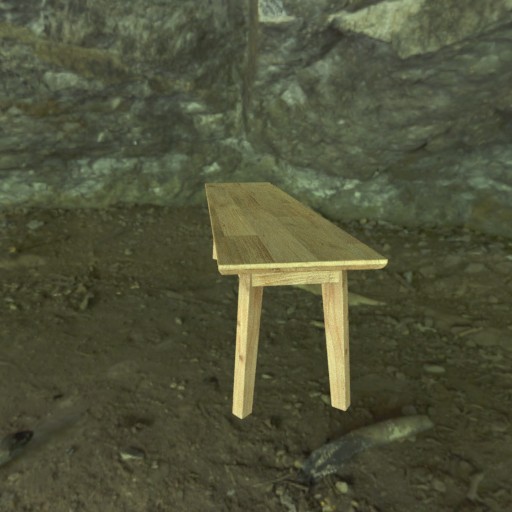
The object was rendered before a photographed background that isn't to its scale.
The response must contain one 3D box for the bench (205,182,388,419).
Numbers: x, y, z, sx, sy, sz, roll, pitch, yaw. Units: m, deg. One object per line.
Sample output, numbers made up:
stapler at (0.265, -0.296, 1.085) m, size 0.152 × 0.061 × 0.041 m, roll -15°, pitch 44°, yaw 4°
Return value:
bench at (0.000, 0.000, 1.835) m, size 0.378 × 0.431 × 1.698 m, roll -2°, pitch 15°, yaw -7°
